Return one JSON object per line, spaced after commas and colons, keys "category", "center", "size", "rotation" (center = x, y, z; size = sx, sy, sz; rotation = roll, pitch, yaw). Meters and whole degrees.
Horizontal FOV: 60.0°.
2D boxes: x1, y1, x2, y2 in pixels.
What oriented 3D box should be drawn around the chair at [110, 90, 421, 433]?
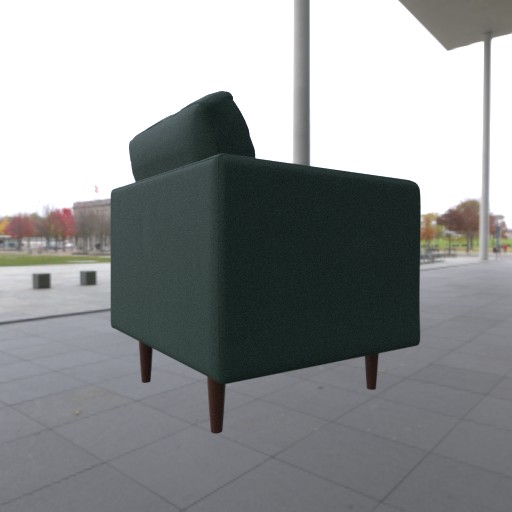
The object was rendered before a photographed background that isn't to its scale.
{"category": "chair", "center": [0.000, 0.000, 1.580], "size": [0.800, 0.927, 0.855], "rotation": [-1, 2, -35]}
